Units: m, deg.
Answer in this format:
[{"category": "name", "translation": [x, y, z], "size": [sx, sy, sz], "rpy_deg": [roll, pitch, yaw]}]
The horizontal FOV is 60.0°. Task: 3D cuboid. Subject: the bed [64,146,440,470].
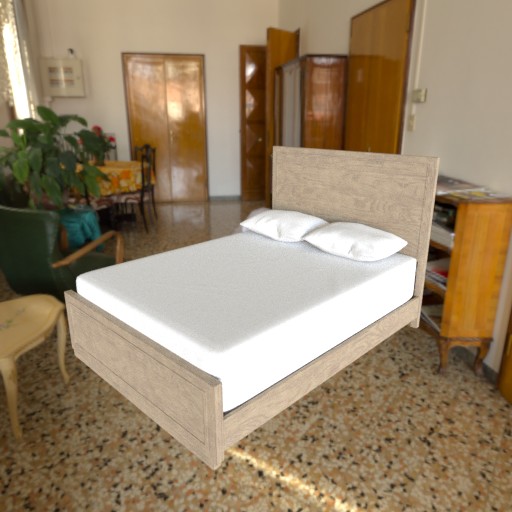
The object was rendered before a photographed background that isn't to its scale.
[{"category": "bed", "translation": [0.000, 0.000, 3.234], "size": [1.606, 1.369, 2.189], "rpy_deg": [17, 25, 42]}]
